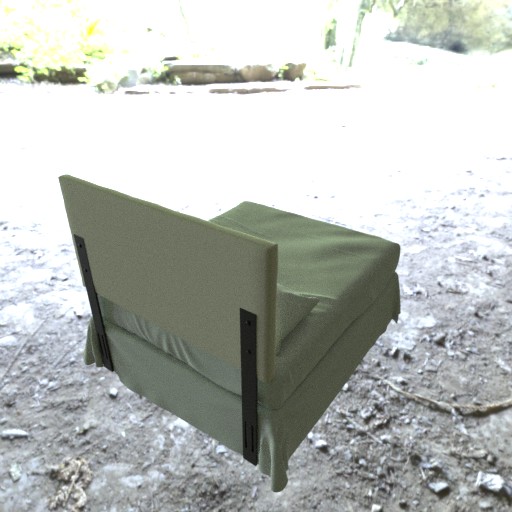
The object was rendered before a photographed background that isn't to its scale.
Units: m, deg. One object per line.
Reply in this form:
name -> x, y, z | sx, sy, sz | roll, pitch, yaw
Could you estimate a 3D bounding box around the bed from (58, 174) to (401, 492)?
bed -> 0.000, 0.000, 3.479 | 1.936, 1.577, 2.222 | 20, 35, 30
